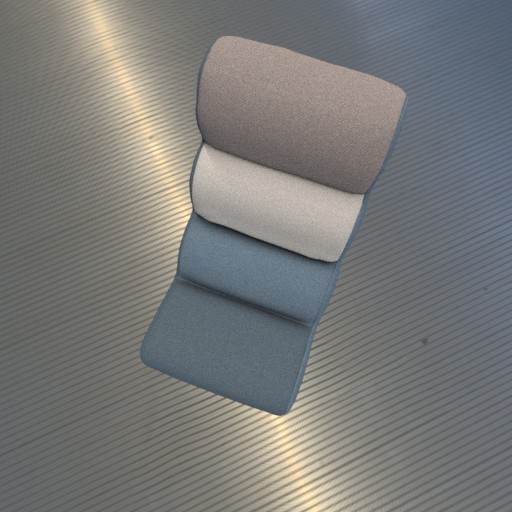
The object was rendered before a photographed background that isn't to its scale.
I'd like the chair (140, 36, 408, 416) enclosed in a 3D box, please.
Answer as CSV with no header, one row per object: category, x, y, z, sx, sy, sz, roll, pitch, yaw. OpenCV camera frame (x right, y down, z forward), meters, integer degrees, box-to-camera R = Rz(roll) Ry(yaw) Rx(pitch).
chair,0.000,0.000,1.048,0.420,0.641,0.661,19,75,5
